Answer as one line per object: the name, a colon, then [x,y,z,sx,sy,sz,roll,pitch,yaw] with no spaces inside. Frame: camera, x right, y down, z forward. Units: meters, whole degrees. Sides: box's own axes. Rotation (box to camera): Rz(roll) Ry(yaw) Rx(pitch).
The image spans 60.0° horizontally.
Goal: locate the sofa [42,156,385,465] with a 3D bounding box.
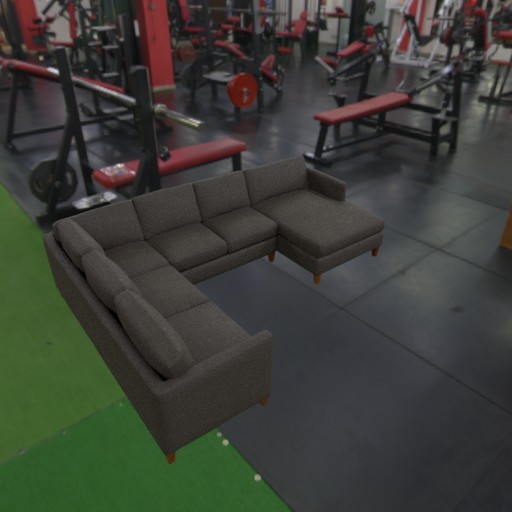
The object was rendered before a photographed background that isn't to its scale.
sofa: [0.000,0.000,4.553,3.460,0.961,2.594,-22,38,-31]
